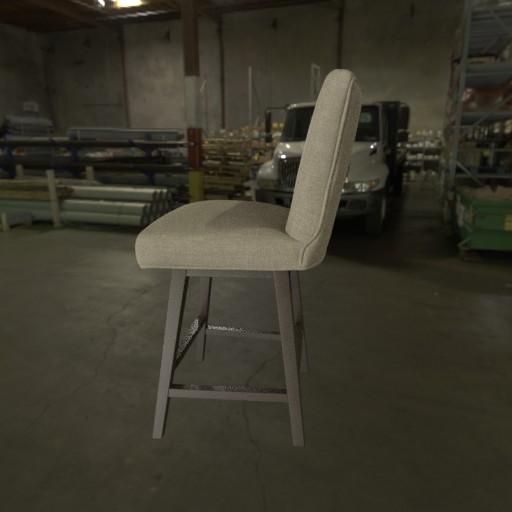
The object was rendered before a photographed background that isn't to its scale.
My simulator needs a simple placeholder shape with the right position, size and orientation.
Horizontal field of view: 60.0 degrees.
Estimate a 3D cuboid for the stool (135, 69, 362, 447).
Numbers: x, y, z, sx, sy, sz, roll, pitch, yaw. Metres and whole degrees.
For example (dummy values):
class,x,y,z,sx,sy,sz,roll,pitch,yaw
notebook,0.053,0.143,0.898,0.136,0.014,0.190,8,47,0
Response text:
class,x,y,z,sx,sy,sz,roll,pitch,yaw
stool,0.000,0.000,1.366,0.574,1.000,0.514,2,15,8
